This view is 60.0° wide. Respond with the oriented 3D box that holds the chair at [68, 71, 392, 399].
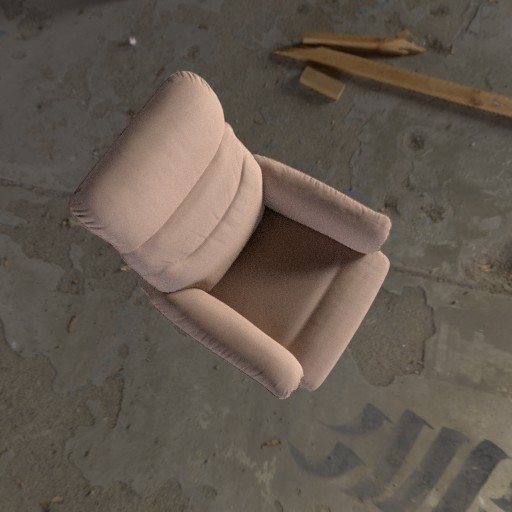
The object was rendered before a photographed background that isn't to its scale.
[{"bbox_3d":[0.000,0.000,1.772,1.004,1.037,0.820,32,78,8],"label":"chair"}]
